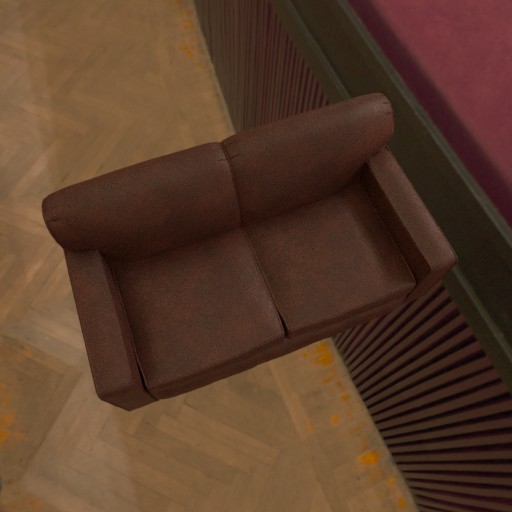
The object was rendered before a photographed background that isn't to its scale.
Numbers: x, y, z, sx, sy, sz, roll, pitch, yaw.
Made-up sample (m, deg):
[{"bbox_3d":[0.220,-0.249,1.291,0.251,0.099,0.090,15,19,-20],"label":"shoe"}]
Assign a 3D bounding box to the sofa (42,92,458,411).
[{"bbox_3d":[0.000,0.000,2.393,1.856,0.966,1.000,-20,67,-9],"label":"sofa"}]
